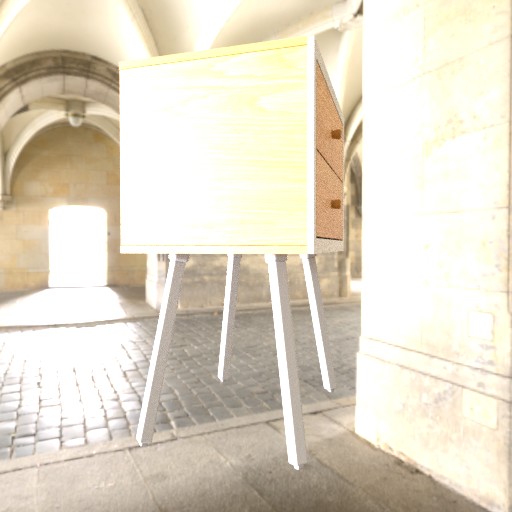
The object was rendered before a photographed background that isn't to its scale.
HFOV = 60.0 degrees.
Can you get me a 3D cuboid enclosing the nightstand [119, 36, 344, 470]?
[{"bbox_3d":[0.000,0.000,0.831,0.316,0.601,0.400,0,1,17],"label":"nightstand"}]
